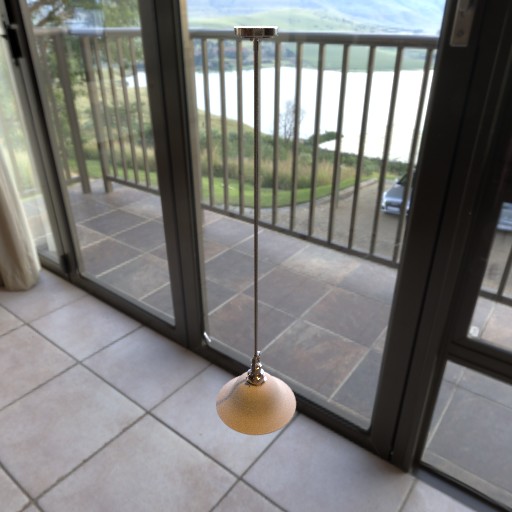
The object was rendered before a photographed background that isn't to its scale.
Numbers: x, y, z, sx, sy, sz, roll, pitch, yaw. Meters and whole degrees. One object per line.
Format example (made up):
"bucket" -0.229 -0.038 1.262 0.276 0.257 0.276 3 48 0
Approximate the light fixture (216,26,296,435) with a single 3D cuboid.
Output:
"light fixture" 0.000 0.000 1.475 0.324 1.354 0.324 9 30 17
